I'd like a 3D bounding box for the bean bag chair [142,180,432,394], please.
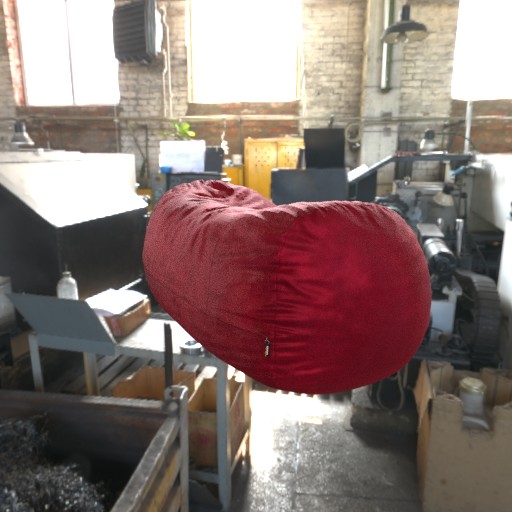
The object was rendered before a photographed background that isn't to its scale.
[{"bbox_3d":[0.000,0.000,2.800,1.216,0.867,2.293,-7,15,-28],"label":"bean bag chair"}]
